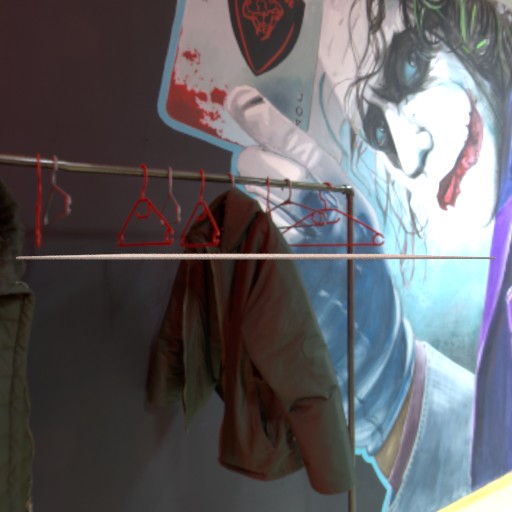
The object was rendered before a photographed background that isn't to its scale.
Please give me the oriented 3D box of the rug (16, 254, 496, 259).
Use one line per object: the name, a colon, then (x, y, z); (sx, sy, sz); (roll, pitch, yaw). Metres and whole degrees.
rug: (0.000, 0.000, 3.808); (2.895, 0.018, 2.288); (0, 1, 0)
